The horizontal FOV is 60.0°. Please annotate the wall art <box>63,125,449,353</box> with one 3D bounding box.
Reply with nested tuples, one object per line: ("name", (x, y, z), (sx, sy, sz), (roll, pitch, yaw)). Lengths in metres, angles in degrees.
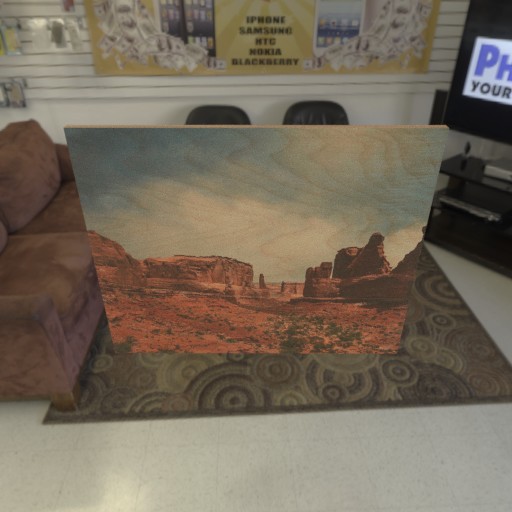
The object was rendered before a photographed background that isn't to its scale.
("wall art", (0.000, 0.000, 0.696), (0.508, 0.406, 0.013), (0, 32, 0))
